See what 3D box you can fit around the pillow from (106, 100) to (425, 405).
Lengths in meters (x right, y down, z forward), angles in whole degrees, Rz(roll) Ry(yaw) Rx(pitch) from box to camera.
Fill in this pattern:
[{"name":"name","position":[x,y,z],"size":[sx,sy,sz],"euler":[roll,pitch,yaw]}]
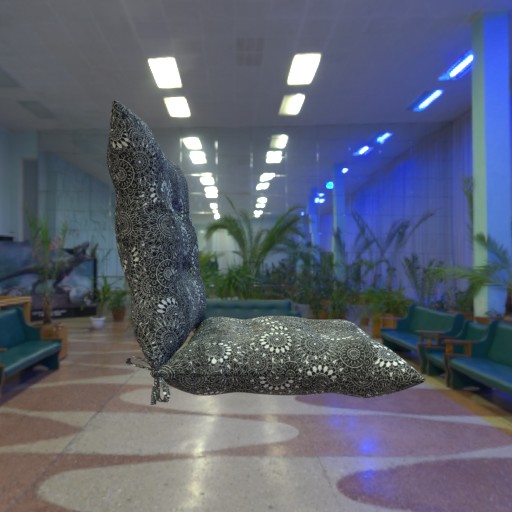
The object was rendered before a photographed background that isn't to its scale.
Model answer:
[{"name":"pillow","position":[0.000,0.000,1.005],"size":[0.585,0.536,0.541],"euler":[0,-1,0]}]
